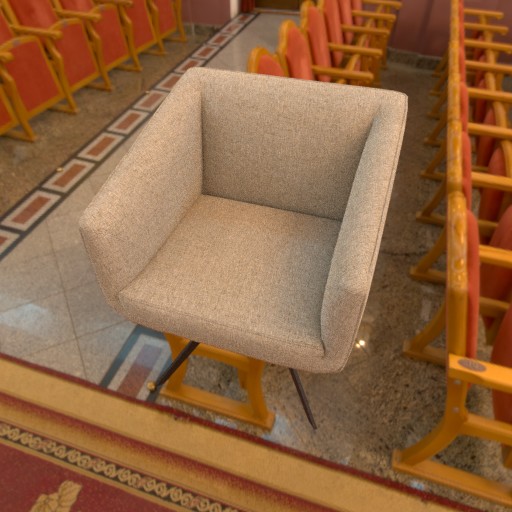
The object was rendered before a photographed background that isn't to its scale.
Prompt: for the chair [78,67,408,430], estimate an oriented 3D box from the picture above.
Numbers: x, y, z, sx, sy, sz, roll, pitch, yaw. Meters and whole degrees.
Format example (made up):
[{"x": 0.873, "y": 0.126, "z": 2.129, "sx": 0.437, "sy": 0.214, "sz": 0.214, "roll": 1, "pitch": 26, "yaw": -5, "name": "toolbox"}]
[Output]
[{"x": 0.000, "y": 0.000, "z": 1.228, "sx": 0.628, "sy": 0.760, "sz": 0.623, "roll": 13, "pitch": 44, "yaw": 14, "name": "chair"}]
